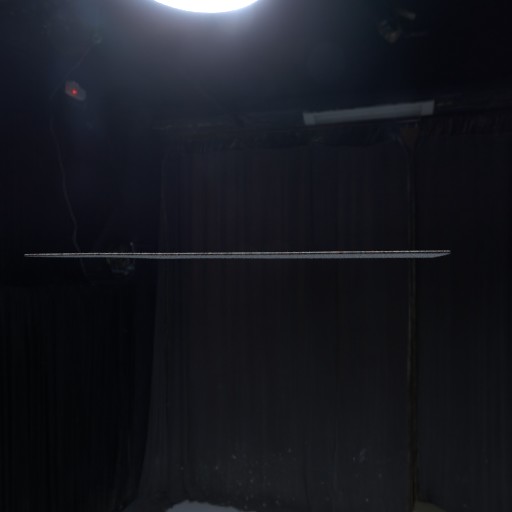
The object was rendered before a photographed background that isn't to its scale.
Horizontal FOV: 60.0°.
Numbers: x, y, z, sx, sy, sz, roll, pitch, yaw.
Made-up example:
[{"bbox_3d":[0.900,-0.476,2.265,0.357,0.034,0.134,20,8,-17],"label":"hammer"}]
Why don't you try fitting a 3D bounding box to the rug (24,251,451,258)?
[{"bbox_3d":[0.000,0.000,4.237,3.226,0.024,2.436,0,-1,19],"label":"rug"}]
